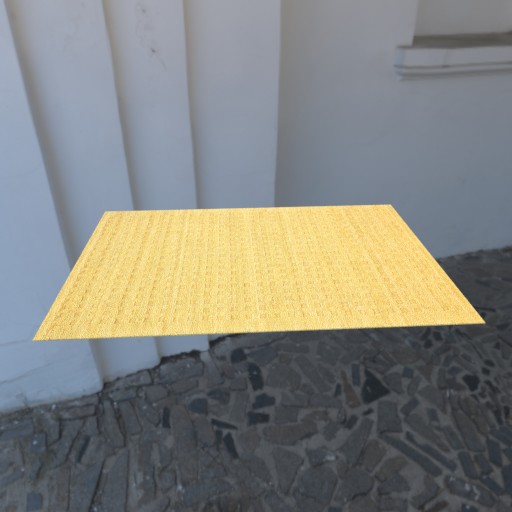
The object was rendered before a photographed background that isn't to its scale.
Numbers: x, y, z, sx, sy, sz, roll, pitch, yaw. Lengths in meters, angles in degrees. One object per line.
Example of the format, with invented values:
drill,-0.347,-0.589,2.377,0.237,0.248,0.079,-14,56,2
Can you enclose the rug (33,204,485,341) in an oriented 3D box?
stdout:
rug,0.000,0.000,2.891,2.286,0.006,1.524,-2,30,-3
